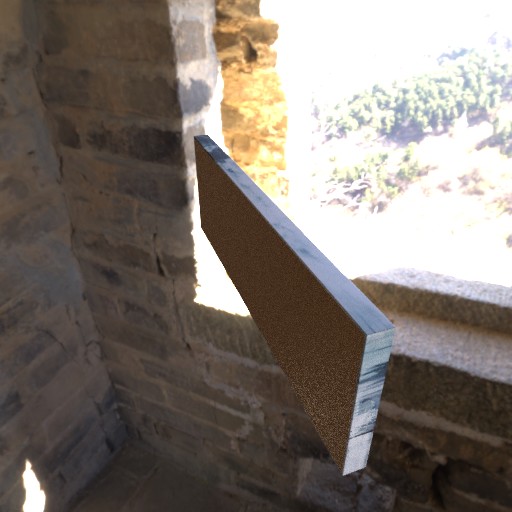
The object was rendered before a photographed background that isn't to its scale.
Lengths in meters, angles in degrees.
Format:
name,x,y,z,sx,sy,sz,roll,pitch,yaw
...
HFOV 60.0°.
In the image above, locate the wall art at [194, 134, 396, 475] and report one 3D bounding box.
name,x,y,z,sx,sy,sz,roll,pitch,yaw
wall art,0.000,0.000,0.839,0.037,0.251,0.759,-11,33,-17
